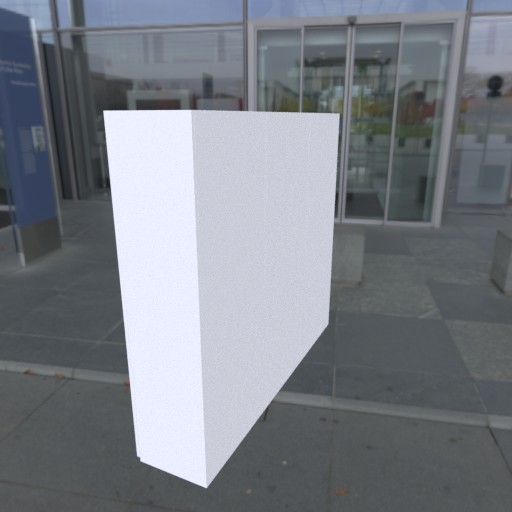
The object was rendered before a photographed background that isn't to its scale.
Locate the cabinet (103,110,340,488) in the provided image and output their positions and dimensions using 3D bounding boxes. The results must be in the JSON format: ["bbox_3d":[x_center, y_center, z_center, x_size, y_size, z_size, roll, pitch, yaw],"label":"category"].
[{"bbox_3d":[0.000,0.000,3.851,0.590,2.370,2.700,8,19,25],"label":"cabinet"}]
